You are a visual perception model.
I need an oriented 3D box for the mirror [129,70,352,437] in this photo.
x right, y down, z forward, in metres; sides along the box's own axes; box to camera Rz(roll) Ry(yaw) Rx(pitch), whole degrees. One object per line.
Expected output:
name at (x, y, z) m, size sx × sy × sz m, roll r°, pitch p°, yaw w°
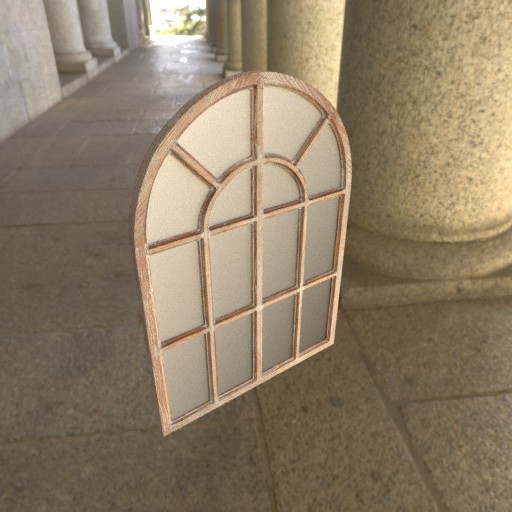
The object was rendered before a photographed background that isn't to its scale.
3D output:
mirror at (0.000, 0.000, 1.186) m, size 0.660 × 0.920 × 0.032 m, roll -20°, pitch 35°, yaw -31°
